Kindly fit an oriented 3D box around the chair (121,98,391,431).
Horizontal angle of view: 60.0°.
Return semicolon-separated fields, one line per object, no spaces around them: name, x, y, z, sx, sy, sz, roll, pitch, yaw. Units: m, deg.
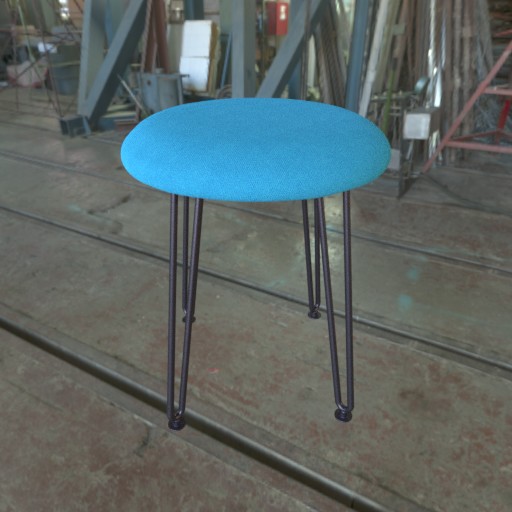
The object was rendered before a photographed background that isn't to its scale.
chair;0.000;0.000;0.678;0.350;0.430;0.350;-8;30;-13
